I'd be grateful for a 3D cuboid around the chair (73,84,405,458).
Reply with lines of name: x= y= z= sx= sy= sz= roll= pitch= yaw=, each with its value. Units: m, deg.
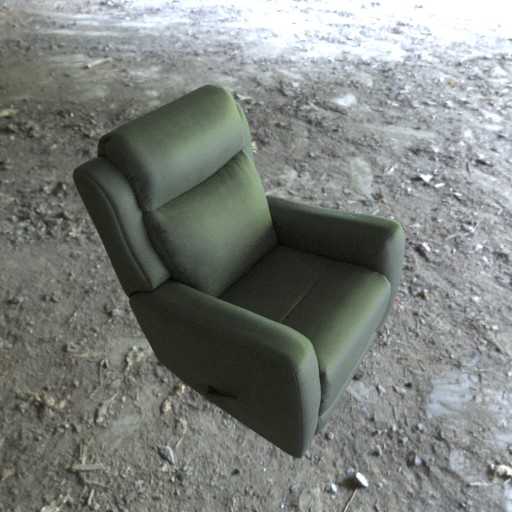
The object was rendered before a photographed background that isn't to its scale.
chair: x=0.000 y=0.000 z=1.904 sx=1.068 sy=1.116 sz=0.967 roll=25 pitch=47 yaw=26
